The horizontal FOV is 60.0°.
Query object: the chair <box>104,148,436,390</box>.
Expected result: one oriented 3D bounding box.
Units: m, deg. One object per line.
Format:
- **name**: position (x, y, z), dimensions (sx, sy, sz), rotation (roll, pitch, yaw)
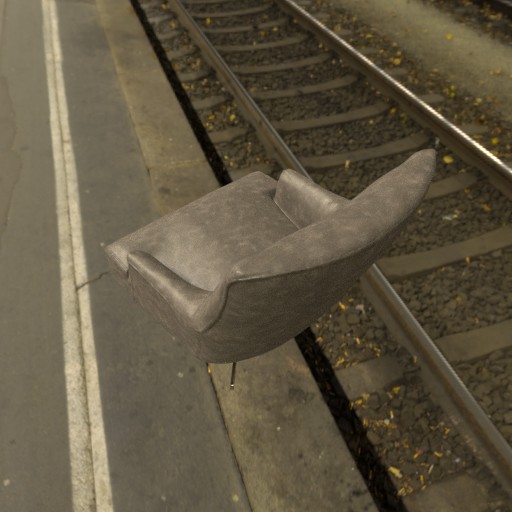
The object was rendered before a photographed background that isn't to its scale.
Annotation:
- **chair**: position (0.000, 0.000, 1.489), dimensions (0.738, 0.870, 0.874), rotation (-32, 54, -27)
